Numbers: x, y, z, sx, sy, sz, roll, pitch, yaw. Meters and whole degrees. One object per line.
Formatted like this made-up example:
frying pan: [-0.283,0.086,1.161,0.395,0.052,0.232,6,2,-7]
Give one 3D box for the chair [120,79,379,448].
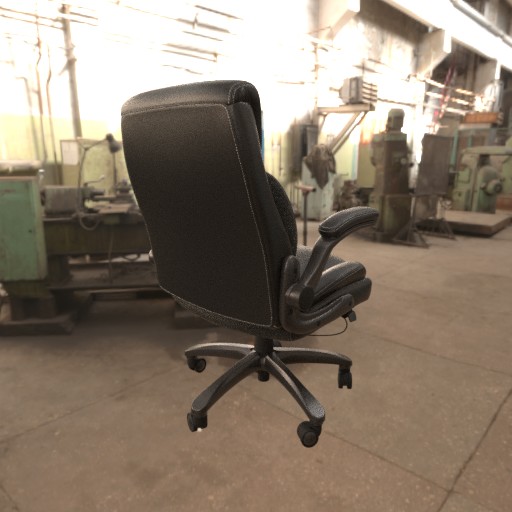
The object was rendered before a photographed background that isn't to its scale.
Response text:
chair: [0.000,0.000,1.600,0.782,1.110,0.724,12,18,43]
